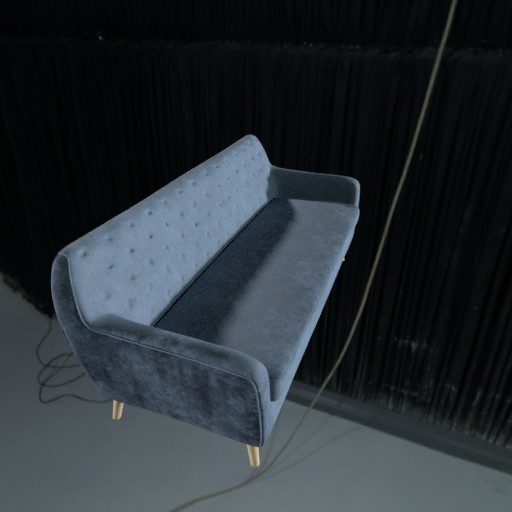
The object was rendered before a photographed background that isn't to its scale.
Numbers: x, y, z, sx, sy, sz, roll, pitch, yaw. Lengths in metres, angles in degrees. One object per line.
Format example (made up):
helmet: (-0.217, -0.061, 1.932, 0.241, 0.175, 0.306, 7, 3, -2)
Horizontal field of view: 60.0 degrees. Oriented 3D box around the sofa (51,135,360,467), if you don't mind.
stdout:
sofa: (0.000, 0.000, 2.349, 0.841, 0.832, 1.975, 10, 31, 18)
